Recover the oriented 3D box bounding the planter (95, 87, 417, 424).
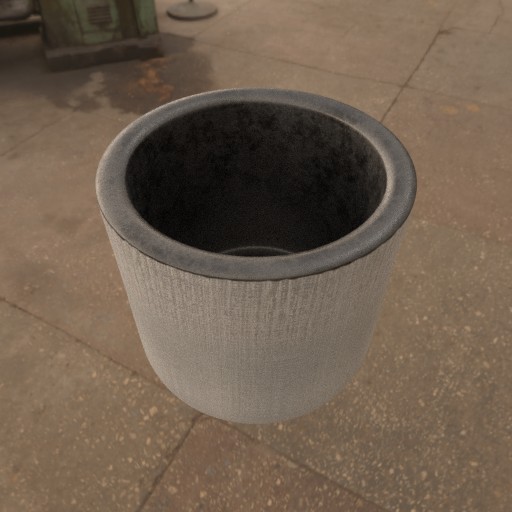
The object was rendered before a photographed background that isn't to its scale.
[{"bbox_3d":[0.000,0.000,0.214,0.125,0.112,0.125,0,47,0],"label":"planter"}]
